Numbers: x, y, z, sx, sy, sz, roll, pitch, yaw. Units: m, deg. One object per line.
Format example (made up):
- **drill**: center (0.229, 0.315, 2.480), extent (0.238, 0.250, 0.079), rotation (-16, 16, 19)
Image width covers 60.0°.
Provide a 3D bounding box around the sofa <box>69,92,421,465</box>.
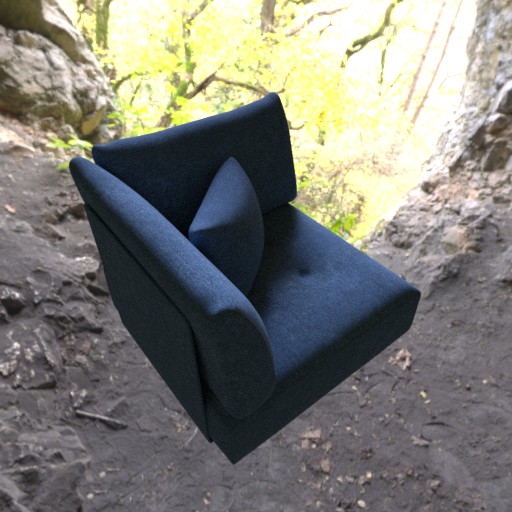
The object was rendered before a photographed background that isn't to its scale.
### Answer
- **sofa**: center (0.000, 0.000, 1.758), extent (1.000, 0.820, 1.000), rotation (-27, 48, -28)
